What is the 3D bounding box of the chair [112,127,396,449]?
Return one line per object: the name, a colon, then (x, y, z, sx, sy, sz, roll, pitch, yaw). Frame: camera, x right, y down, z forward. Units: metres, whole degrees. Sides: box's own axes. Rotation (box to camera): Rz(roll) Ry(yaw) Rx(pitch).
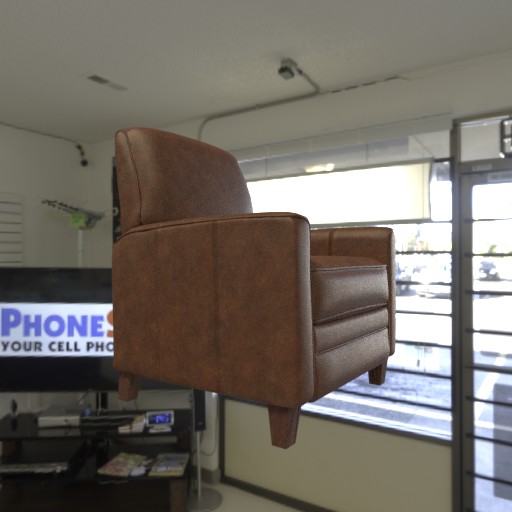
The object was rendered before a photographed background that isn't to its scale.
chair: (0.000, 0.000, 1.668, 0.850, 1.010, 0.839, 0, 0, 36)
